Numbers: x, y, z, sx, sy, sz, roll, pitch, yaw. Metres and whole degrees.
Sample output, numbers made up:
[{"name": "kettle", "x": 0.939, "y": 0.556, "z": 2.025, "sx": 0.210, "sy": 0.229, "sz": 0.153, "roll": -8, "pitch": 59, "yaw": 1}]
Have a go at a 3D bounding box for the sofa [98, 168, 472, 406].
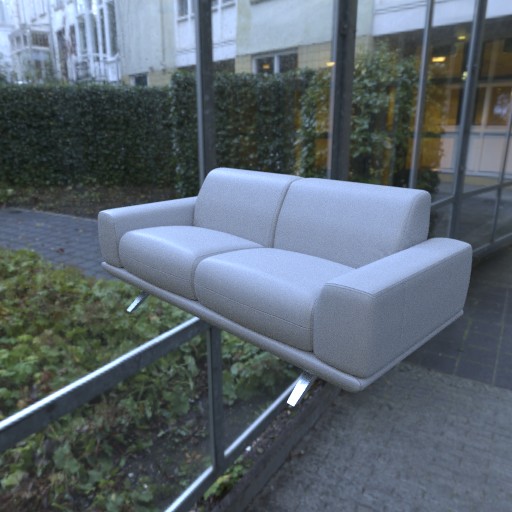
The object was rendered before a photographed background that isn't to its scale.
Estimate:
[{"name": "sofa", "x": 0.000, "y": 0.000, "z": 2.364, "sx": 0.900, "sy": 0.772, "sz": 1.901, "roll": -16, "pitch": 24, "yaw": -42}]
